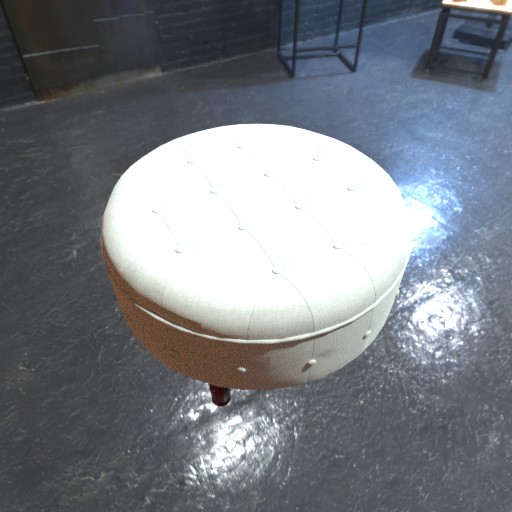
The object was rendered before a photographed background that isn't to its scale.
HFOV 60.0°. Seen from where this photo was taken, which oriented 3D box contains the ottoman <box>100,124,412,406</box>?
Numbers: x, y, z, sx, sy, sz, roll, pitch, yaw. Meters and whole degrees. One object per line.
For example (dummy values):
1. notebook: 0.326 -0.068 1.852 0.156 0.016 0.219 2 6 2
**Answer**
1. ottoman: 0.000 0.000 1.361 0.850 0.483 0.850 0 45 0
